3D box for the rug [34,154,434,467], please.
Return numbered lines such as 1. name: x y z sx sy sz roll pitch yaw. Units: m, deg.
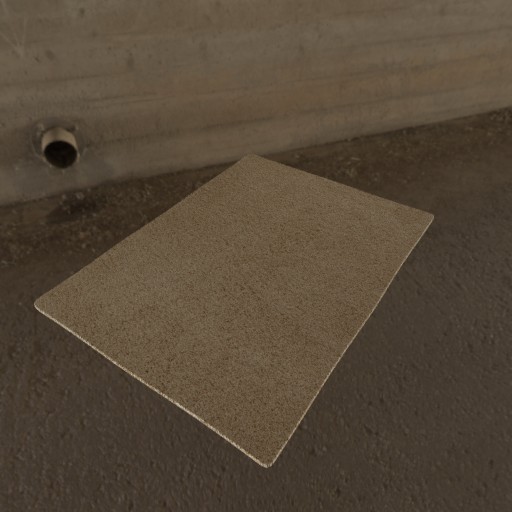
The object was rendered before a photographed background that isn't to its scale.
1. rug: 0.000 0.000 2.110 1.199 0.025 1.600 24 47 25
